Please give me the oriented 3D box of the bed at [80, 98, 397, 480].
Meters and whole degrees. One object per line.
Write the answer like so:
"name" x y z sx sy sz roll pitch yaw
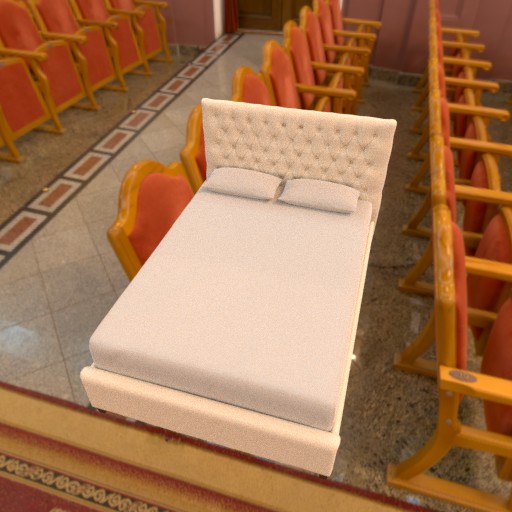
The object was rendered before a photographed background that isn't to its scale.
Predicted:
"bed" 0.000 0.000 3.366 1.698 1.427 2.387 11 41 13
